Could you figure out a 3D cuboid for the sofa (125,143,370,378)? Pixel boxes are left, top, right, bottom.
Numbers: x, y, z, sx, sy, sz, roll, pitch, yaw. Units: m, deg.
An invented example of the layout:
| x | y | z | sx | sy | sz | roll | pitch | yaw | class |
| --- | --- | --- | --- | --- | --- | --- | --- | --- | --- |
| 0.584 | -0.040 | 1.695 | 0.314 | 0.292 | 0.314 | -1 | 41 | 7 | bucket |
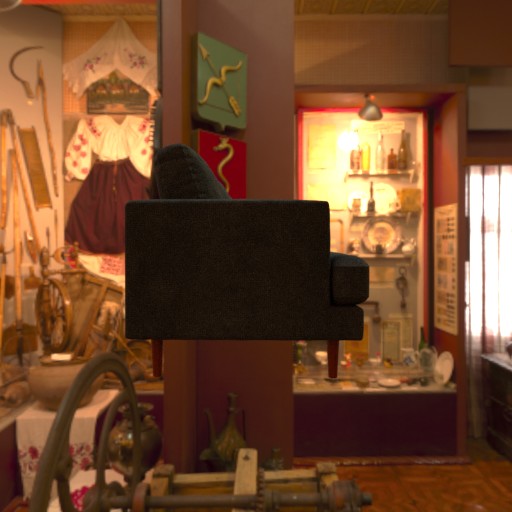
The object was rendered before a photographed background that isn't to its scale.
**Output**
| x | y | z | sx | sy | sz | roll | pitch | yaw | class |
| --- | --- | --- | --- | --- | --- | --- | --- | --- | --- |
| 0.000 | 0.000 | 2.708 | 0.903 | 0.930 | 2.246 | 0 | 1 | 2 | sofa |
